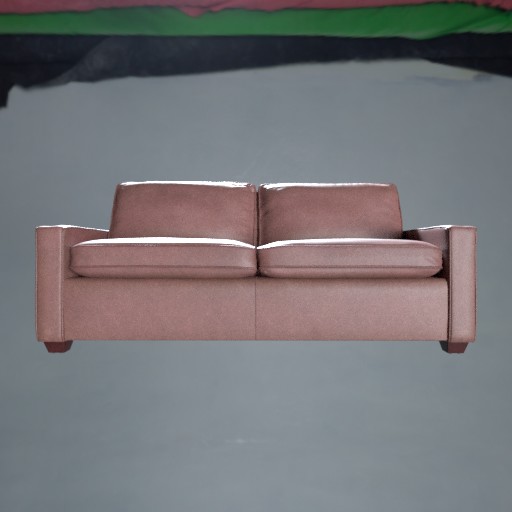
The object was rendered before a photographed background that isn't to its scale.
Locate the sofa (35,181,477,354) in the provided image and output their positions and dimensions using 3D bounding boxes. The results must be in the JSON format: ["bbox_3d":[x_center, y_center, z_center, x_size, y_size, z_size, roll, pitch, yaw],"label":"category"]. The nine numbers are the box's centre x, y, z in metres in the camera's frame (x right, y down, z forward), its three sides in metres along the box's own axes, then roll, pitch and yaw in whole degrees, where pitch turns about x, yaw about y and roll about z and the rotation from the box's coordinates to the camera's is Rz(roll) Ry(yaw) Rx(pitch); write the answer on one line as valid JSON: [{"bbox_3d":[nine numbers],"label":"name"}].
[{"bbox_3d":[0.000,0.000,2.482,2.080,0.919,0.940,0,1,0],"label":"sofa"}]
